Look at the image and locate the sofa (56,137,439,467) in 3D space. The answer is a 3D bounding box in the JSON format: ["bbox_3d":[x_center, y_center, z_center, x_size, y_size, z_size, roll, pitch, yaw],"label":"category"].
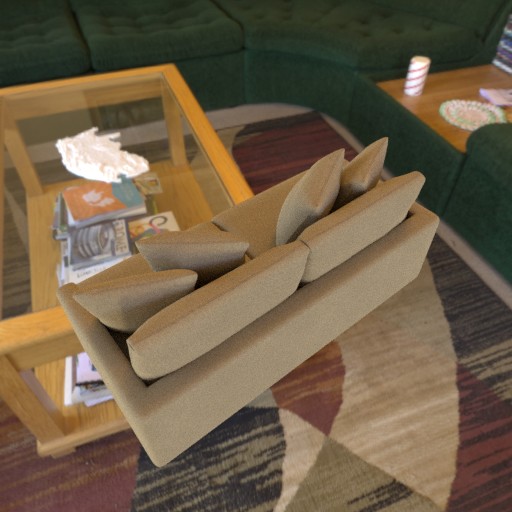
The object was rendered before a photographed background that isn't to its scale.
[{"bbox_3d":[0.000,0.000,2.995,2.380,1.084,1.228,-30,53,-26],"label":"sofa"}]
